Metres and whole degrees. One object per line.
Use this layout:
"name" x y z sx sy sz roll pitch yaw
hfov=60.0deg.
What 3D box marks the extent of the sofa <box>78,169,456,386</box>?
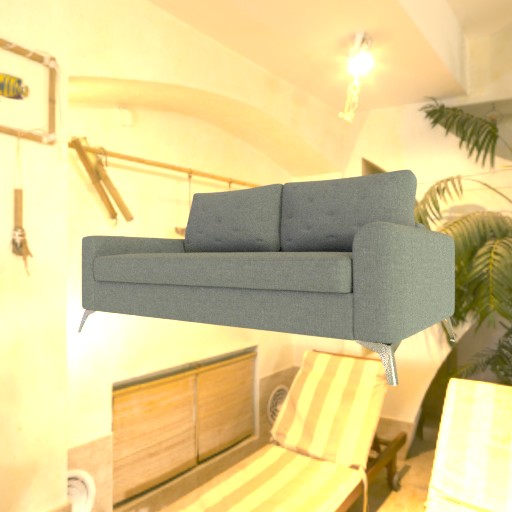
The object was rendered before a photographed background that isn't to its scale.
"sofa" 0.000 0.000 2.155 1.650 0.790 0.920 0 0 35
